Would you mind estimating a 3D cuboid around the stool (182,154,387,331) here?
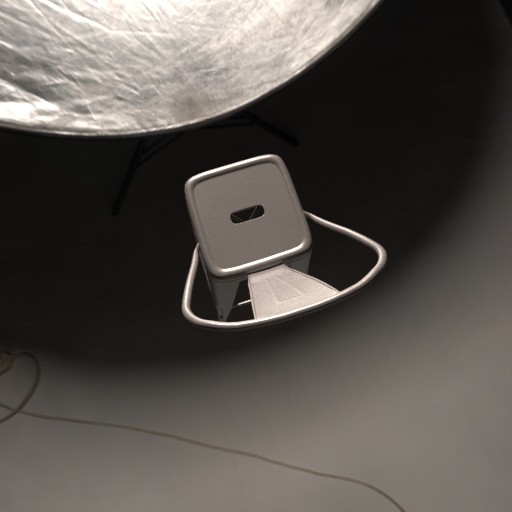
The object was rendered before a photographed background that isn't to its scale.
[{"bbox_3d":[0.000,0.000,1.335,0.399,1.096,0.513,-17,76,-4],"label":"stool"}]
